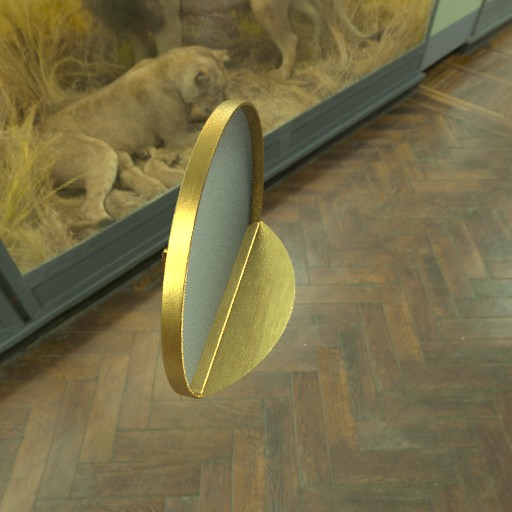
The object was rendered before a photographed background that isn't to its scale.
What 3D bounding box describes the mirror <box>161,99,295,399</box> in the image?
[{"bbox_3d":[0.000,0.000,0.703,0.133,0.457,0.457,10,48,9],"label":"mirror"}]
